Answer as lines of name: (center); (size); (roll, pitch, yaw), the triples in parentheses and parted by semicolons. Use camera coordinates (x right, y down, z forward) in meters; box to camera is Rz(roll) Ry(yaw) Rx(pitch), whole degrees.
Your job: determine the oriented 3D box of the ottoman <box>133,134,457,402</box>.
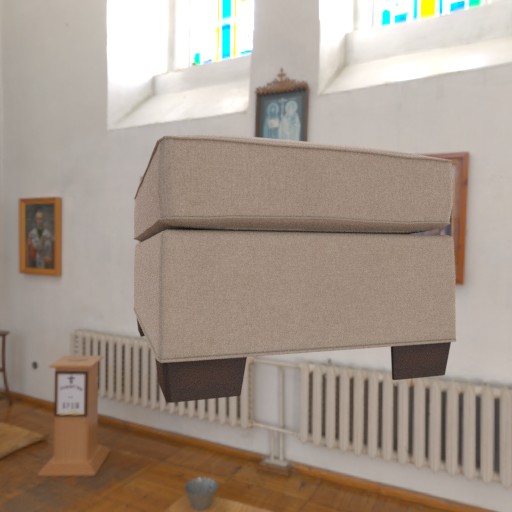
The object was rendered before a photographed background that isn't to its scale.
ottoman: (0.000, 0.000, 1.222); (0.617, 0.503, 0.846); (0, 0, -18)
